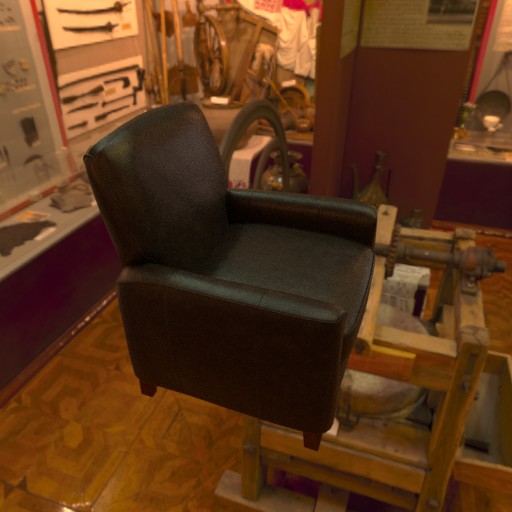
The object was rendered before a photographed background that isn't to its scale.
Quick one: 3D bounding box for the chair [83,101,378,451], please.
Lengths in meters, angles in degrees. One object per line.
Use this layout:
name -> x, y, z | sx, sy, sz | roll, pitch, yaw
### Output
chair -> 0.000, 0.000, 1.687 | 0.864, 1.014, 0.848 | 11, 33, 18
